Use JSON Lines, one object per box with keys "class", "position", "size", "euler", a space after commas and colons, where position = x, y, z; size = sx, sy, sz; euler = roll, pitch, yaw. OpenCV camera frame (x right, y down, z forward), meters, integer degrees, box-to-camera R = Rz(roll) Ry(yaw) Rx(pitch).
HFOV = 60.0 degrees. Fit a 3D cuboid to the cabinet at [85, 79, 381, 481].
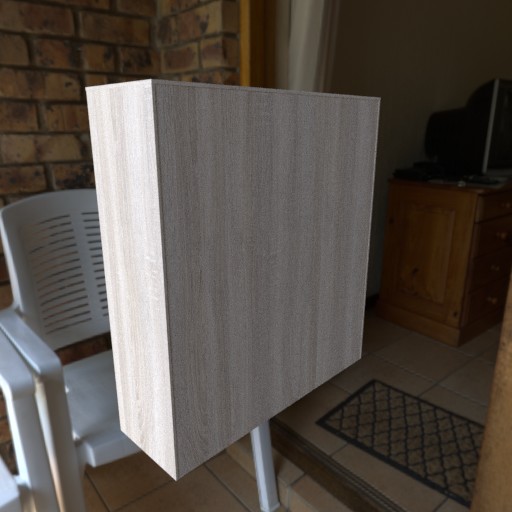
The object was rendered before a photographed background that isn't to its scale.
{"class": "cabinet", "position": [0.000, 0.000, 2.986], "size": [0.620, 2.060, 1.870], "euler": [16, 23, 42]}
